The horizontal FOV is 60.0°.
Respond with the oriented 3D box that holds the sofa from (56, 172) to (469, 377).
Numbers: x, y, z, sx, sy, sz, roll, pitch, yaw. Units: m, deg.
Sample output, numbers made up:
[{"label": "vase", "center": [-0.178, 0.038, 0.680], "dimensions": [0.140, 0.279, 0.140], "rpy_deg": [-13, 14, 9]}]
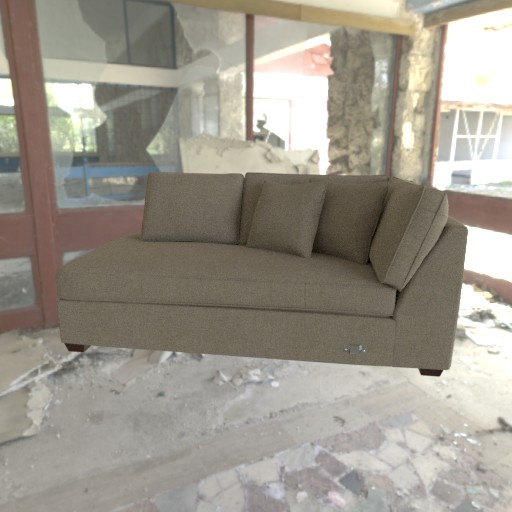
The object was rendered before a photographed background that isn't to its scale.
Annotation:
[{"label": "sofa", "center": [0.000, 0.000, 2.848], "dimensions": [2.238, 1.019, 1.110], "rpy_deg": [2, 15, 9]}]
